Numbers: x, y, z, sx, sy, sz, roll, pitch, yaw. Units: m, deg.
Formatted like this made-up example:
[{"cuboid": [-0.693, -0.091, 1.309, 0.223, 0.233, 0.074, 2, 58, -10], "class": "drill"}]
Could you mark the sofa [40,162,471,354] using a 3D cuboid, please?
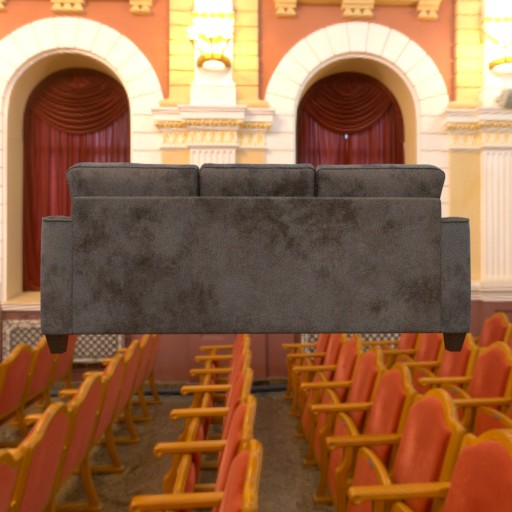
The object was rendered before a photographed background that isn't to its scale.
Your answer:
[{"cuboid": [0.000, 0.000, 2.618, 2.133, 0.965, 0.939, 0, -1, -1], "class": "sofa"}]
